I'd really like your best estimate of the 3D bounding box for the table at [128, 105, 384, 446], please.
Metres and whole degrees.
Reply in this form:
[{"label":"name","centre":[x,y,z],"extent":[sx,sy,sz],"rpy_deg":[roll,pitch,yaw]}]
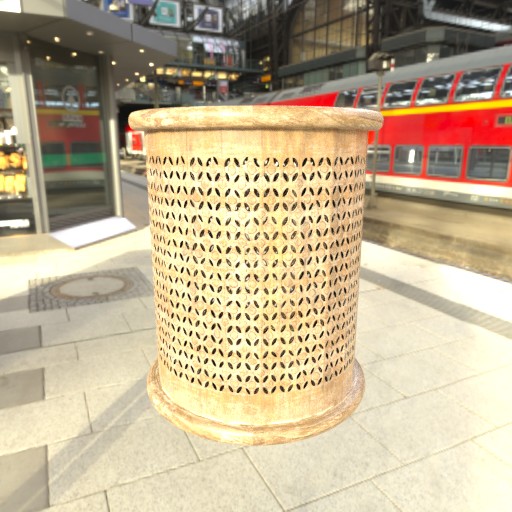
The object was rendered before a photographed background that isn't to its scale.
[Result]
[{"label":"table","centre":[0.000,0.000,0.791],"extent":[0.407,0.482,0.407],"rpy_deg":[0,15,0]}]
